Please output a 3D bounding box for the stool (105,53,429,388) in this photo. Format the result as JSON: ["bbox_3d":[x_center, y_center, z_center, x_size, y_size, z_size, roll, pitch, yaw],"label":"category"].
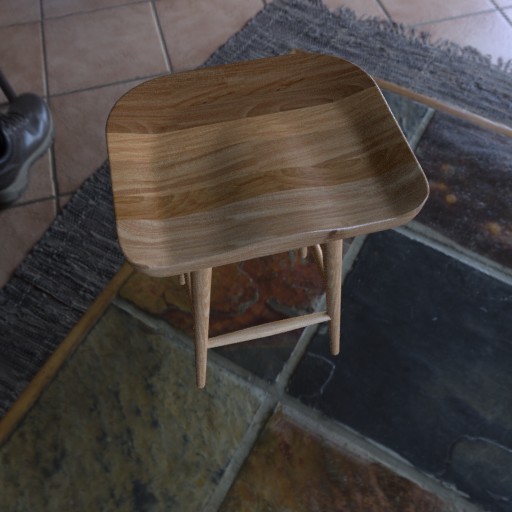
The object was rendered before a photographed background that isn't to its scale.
[{"bbox_3d":[0.000,0.000,0.925,0.407,0.698,0.322,-12,63,-6],"label":"stool"}]
